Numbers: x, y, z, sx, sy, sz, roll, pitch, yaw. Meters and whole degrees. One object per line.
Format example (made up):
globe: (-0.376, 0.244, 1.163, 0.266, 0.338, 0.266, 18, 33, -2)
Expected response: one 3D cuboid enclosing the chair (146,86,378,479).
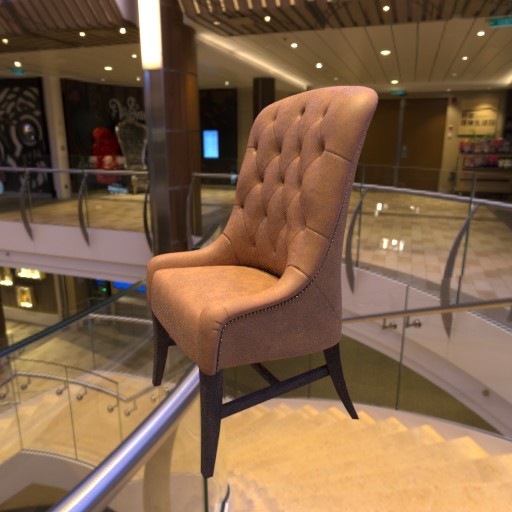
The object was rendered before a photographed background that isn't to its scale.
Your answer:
chair: (0.000, 0.000, 1.491, 0.629, 1.091, 0.634, -7, 16, -26)
